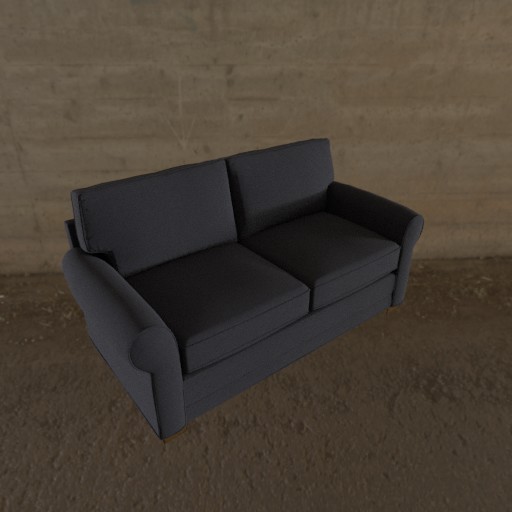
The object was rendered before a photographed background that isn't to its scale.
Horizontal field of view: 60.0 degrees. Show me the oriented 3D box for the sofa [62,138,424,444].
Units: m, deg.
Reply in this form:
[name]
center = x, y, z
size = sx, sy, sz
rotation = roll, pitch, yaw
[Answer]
[sofa]
center = 0.000, 0.000, 2.586
size = 2.009, 1.031, 0.951
rotation = -21, 35, -33
